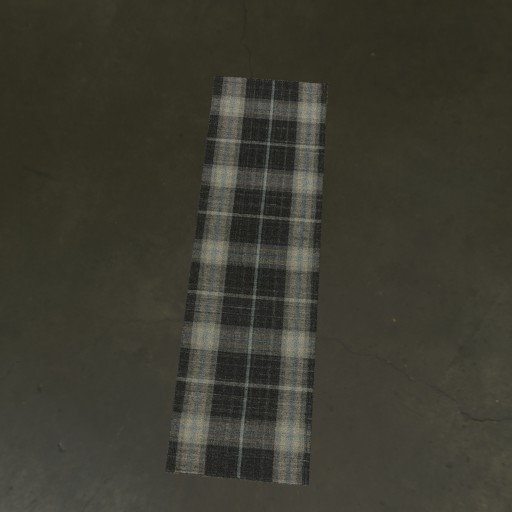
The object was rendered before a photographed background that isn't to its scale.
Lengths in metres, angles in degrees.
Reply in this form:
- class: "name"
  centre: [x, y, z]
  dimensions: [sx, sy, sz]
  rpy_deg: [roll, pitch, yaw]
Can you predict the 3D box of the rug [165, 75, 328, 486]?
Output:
- class: "rug"
  centre: [0.000, 0.000, 2.634]
  dimensions: [0.760, 0.012, 2.434]
  rpy_deg: [5, 75, 1]
